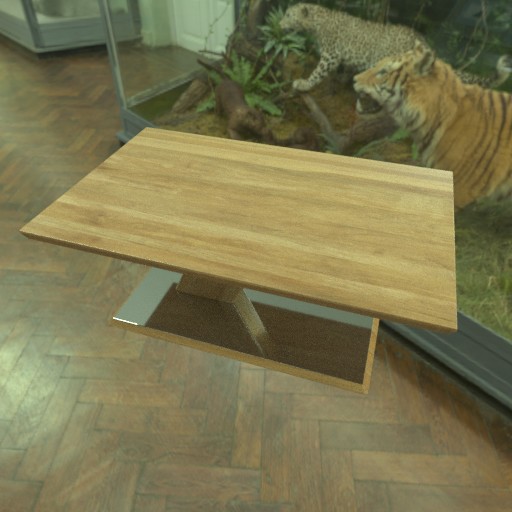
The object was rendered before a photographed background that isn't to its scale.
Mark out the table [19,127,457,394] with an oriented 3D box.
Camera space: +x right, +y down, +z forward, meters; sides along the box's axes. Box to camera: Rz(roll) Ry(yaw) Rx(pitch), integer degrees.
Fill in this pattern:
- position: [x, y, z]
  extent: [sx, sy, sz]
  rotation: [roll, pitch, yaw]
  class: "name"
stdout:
- position: [0.000, 0.000, 1.439]
  extent: [1.100, 0.441, 0.692]
  rotation: [12, 41, 14]
  class: "table"
